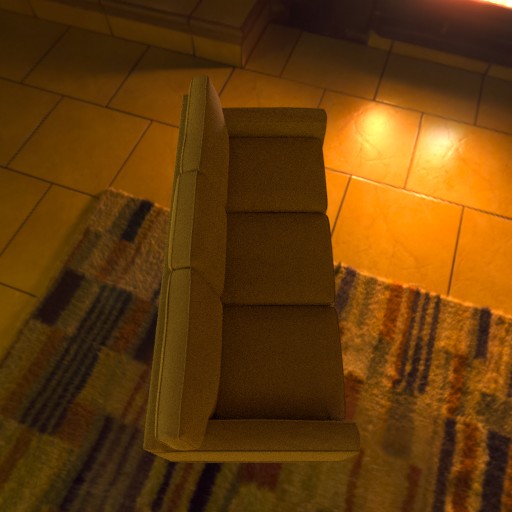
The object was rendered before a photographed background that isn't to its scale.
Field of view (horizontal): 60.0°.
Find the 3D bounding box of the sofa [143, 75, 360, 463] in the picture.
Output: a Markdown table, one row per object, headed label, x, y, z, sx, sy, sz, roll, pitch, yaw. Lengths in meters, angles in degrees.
| label | x | y | z | sx | sy | sz | roll | pitch | yaw |
| --- | --- | --- | --- | --- | --- | --- | --- | --- | --- |
| sofa | 0.000 | 0.000 | 2.527 | 0.936 | 0.862 | 2.093 | 0 | 62 | 0 |
